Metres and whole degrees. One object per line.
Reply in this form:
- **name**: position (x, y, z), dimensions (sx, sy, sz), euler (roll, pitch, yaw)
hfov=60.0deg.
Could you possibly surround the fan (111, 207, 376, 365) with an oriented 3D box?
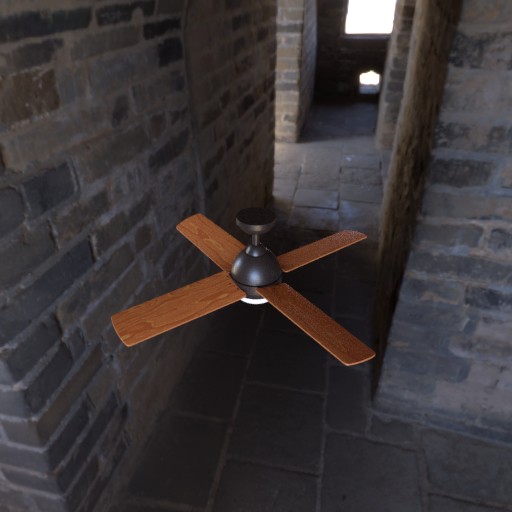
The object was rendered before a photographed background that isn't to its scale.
- **fan**: position (0.000, 0.000, 1.990), dimensions (1.332, 0.403, 1.332), euler (-21, 38, -29)
